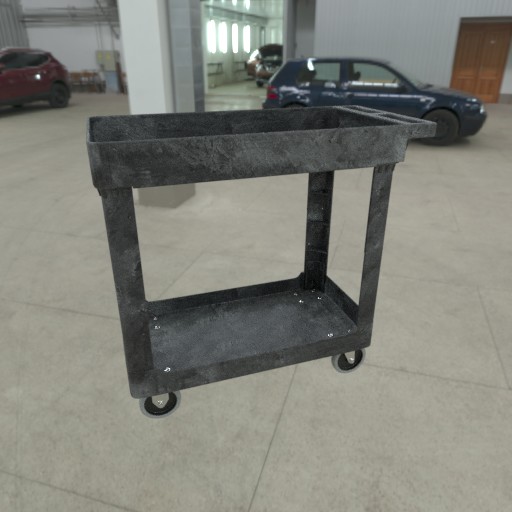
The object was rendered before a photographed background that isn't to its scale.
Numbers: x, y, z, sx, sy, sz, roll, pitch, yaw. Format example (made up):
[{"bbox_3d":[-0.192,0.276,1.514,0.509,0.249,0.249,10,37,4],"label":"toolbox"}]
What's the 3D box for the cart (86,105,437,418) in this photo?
[{"bbox_3d":[0.000,0.000,1.385,0.877,0.824,0.420,-8,26,-17],"label":"cart"}]
